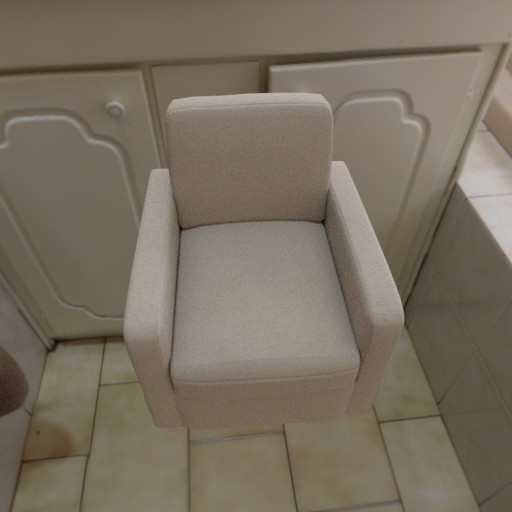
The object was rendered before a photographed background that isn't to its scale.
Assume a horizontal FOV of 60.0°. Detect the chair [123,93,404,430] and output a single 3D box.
[{"bbox_3d":[0.000,0.000,1.517,0.755,0.827,0.888,-3,48,-3],"label":"chair"}]
